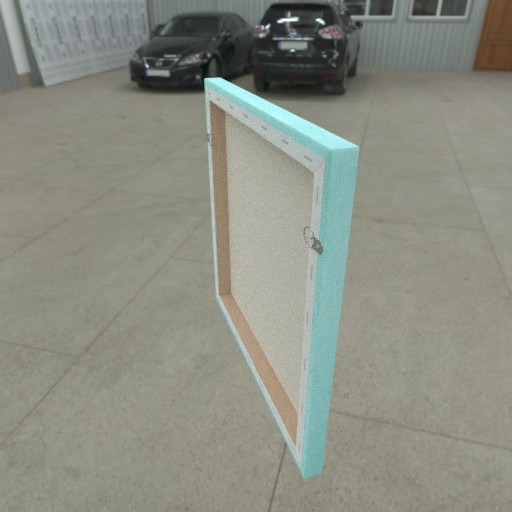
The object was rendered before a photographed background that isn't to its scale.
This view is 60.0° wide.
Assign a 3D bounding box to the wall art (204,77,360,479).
[{"bbox_3d":[0.000,0.000,1.145,0.054,0.766,0.765,-10,31,-17],"label":"wall art"}]
